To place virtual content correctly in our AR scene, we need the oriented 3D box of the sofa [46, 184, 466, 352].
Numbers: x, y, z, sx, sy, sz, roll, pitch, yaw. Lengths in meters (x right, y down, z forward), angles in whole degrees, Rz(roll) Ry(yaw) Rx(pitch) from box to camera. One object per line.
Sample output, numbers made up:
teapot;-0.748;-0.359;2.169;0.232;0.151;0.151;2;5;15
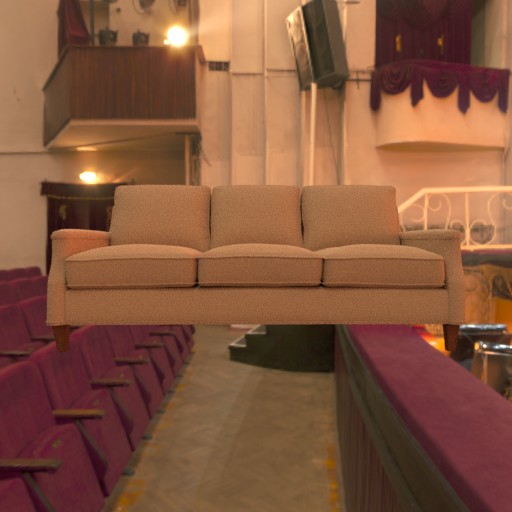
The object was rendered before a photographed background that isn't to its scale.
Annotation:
sofa;0.000;0.000;2.862;2.246;1.003;1.084;0;2;-1
